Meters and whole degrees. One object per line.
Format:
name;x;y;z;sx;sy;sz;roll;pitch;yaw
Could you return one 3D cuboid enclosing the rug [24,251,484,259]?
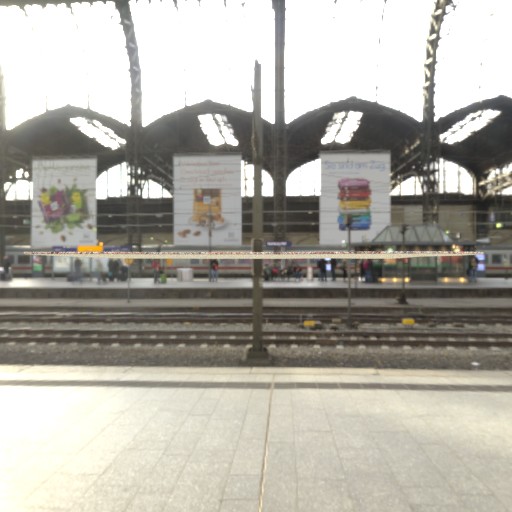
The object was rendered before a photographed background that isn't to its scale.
rug;0.000;0.000;4.279;3.226;0.024;2.436;0;-1;1
